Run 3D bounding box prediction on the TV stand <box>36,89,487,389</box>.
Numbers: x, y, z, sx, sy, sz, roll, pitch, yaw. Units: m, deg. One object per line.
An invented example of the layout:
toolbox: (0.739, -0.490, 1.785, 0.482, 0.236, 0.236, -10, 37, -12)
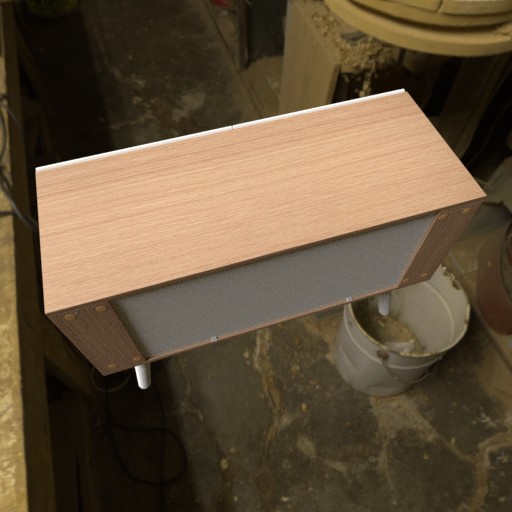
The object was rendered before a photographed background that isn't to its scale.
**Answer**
TV stand: (0.000, 0.000, 1.326, 0.991, 0.660, 0.407, -15, 59, -9)
